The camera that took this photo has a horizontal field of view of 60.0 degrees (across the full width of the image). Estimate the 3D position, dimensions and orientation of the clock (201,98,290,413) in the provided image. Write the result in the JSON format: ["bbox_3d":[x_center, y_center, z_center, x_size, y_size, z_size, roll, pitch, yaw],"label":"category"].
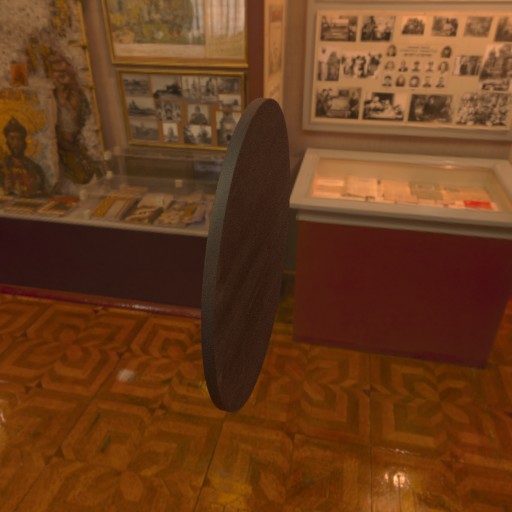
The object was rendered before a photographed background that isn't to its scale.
[{"bbox_3d":[0.000,0.000,0.885,0.029,0.595,0.595,7,30,12],"label":"clock"}]
